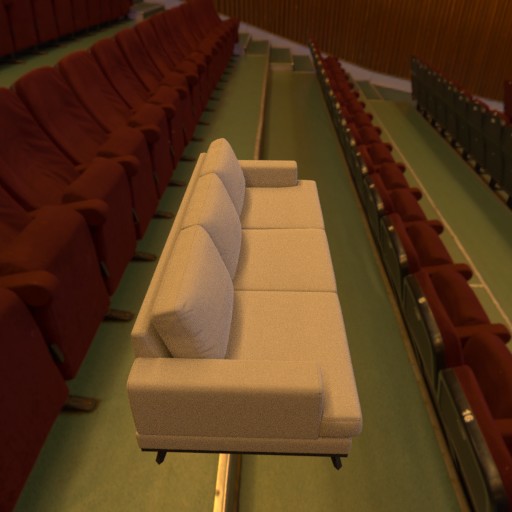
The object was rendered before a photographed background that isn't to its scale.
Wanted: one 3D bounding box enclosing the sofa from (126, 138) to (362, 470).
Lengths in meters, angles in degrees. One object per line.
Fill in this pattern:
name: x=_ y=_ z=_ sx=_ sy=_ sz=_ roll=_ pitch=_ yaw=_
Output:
sofa: x=0.000 y=0.000 z=2.680 sx=0.920 sy=0.810 sz=2.310 roll=1 pitch=33 yaw=2
